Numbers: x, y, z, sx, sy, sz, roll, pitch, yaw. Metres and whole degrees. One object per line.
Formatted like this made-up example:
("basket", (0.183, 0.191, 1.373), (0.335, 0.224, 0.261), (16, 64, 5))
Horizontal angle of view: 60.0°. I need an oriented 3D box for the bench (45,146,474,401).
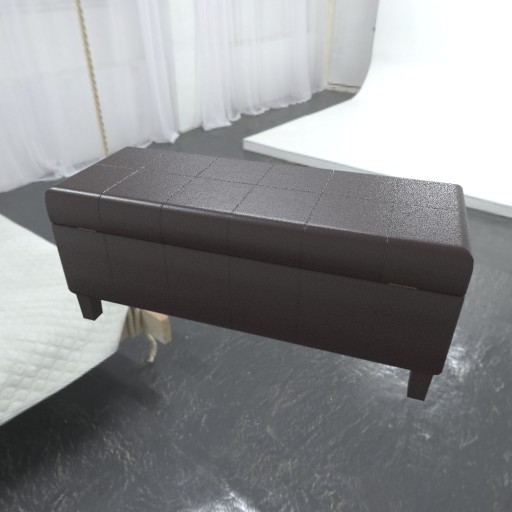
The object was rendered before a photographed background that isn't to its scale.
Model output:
("bench", (0.000, 0.000, 1.332), (1.092, 0.457, 0.429), (10, 33, 16))
